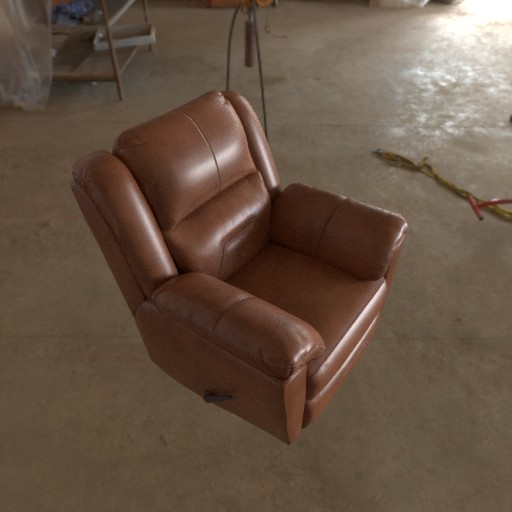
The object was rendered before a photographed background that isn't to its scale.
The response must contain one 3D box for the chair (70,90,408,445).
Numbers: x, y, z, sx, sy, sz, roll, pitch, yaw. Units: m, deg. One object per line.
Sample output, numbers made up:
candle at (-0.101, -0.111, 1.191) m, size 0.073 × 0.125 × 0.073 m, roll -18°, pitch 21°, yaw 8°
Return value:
chair at (0.000, 0.000, 1.903) m, size 1.041 × 1.093 × 0.990 m, roll 26°, pitch 48°, yaw 27°
